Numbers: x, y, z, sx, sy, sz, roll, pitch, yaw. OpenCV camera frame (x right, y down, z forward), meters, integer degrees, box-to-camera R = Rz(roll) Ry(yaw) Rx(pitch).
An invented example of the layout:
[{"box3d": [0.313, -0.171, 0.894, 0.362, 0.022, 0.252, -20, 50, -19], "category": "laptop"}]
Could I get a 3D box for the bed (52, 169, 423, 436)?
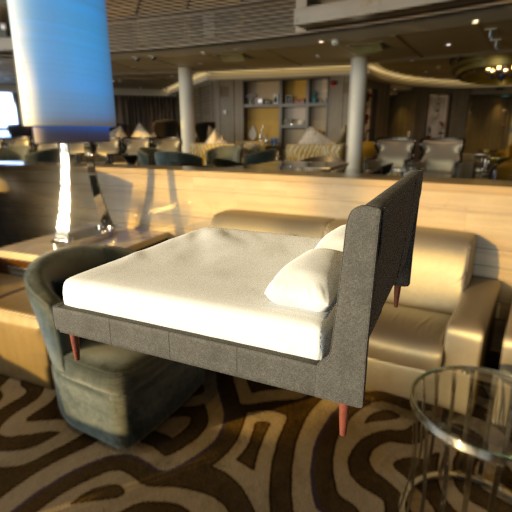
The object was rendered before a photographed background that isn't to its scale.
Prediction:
[{"box3d": [0.000, 0.000, 2.576, 1.638, 0.933, 1.531, 7, 17, 24], "category": "bed"}]
